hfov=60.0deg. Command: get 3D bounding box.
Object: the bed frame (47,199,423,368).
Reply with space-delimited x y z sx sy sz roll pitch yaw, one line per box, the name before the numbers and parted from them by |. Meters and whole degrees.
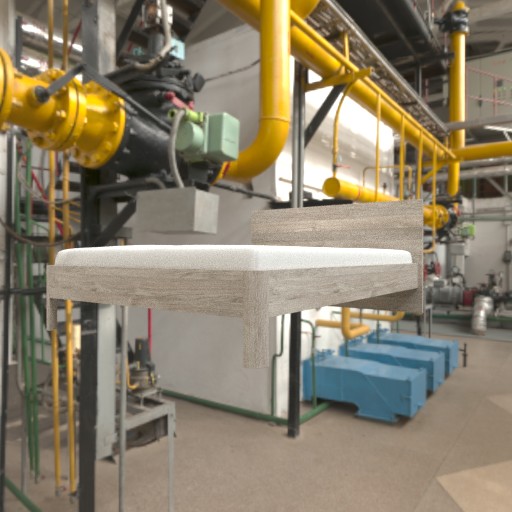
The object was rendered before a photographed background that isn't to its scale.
bed frame | 0.000 0.000 2.768 1.490 0.800 1.950 0 0 36
